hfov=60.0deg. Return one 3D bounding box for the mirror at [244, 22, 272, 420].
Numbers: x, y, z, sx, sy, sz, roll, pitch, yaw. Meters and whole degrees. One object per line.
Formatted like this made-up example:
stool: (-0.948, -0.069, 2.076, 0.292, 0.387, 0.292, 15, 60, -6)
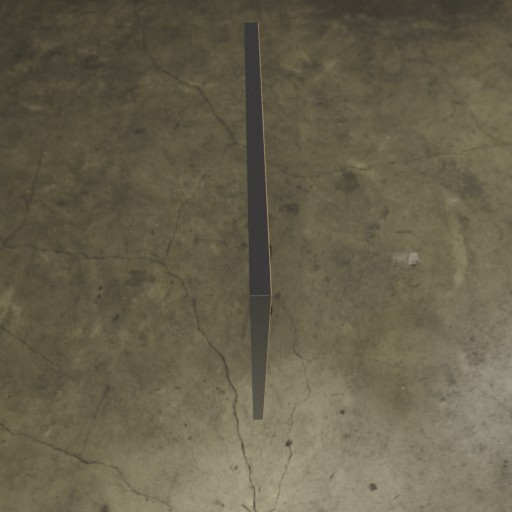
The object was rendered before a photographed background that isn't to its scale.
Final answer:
mirror: (0.000, 0.000, 1.355, 0.040, 1.016, 0.762, -1, 59, -1)
